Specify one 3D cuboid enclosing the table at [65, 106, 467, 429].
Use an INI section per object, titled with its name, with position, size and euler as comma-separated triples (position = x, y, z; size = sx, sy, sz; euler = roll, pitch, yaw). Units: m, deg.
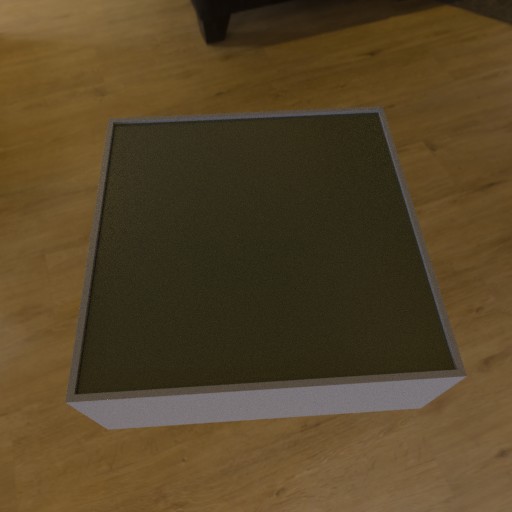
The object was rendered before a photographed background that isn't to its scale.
[table]
position = 0.000, 0.000, 1.216
size = 0.801, 0.299, 0.801
euler = -3, 59, -2
